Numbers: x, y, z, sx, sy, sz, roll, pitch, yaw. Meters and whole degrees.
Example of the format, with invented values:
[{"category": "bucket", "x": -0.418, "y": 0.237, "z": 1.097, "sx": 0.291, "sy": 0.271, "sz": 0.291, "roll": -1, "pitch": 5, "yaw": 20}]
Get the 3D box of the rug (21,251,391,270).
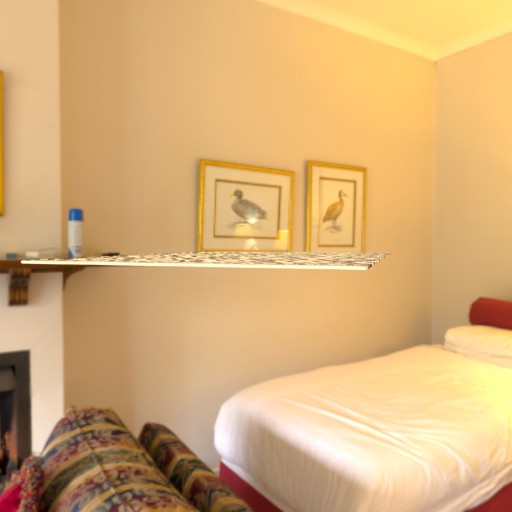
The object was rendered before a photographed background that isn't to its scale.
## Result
[{"category": "rug", "x": 0.000, "y": 0.000, "z": 4.360, "sx": 2.444, "sy": 0.036, "sz": 3.369, "roll": 1, "pitch": 2, "yaw": 19}]
